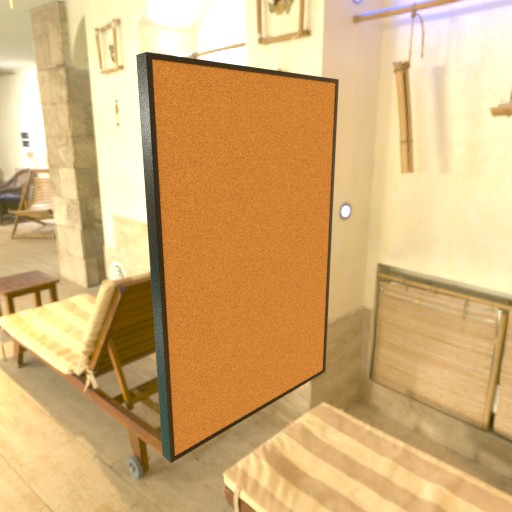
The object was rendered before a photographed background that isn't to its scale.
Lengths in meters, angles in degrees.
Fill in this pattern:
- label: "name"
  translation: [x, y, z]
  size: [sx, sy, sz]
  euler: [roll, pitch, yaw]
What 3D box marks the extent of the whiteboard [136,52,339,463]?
- label: "whiteboard"
  translation: [0.000, 0.000, 0.778]
  size: [0.406, 0.611, 0.026]
  euler: [-14, 21, -42]
